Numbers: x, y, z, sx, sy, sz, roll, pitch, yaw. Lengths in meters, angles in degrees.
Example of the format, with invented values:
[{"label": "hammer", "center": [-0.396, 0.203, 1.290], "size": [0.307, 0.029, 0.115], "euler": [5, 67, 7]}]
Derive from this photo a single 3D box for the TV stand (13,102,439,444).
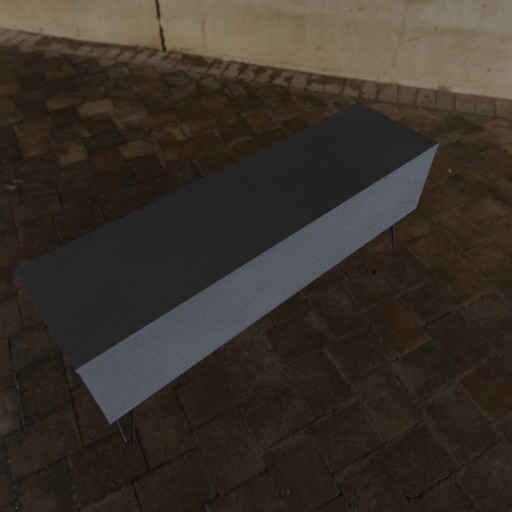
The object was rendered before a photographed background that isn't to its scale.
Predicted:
[{"label": "TV stand", "center": [0.000, 0.000, 1.609], "size": [1.400, 0.560, 0.400], "euler": [-32, 55, -26]}]
